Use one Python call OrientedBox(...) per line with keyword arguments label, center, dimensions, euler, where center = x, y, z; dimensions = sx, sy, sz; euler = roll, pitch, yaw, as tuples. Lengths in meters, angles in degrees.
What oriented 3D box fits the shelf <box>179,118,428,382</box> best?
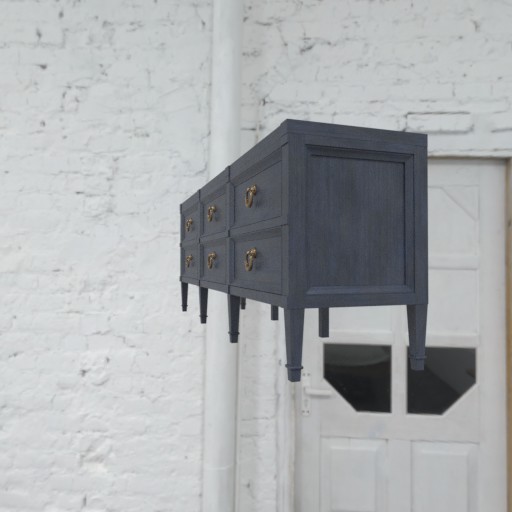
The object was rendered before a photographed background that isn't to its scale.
OrientedBox(label="shelf", center=(0.000, 0.000, 2.157), dimensions=(0.471, 0.715, 1.878), euler=(0, -1, -19))
